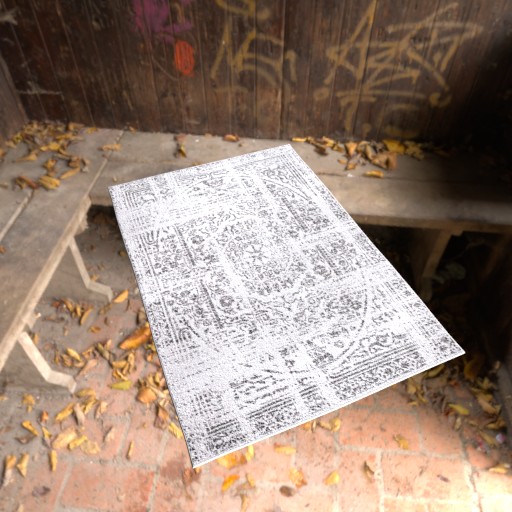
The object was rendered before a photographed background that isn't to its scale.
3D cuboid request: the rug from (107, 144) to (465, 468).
[{"bbox_3d":[0.000,0.000,3.188,1.706,0.026,2.438,-17,49,-15],"label":"rug"}]
